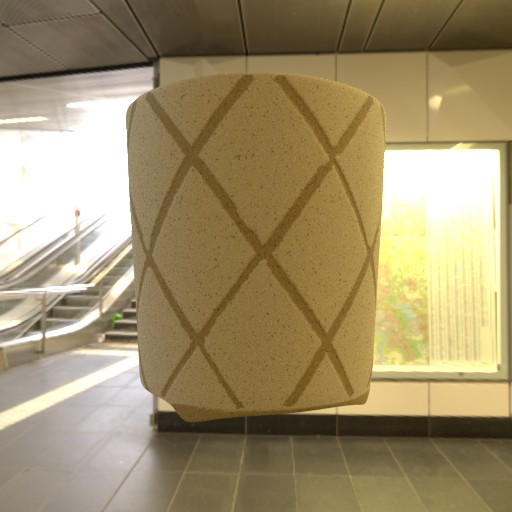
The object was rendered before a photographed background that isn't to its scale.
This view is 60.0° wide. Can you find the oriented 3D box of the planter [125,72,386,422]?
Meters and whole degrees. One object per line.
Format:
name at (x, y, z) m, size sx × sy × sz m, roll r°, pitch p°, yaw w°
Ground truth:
planter at (0.000, 0.000, 0.336) m, size 0.191 × 0.199 × 0.191 m, roll 0°, pitch -1°, yaw 0°
